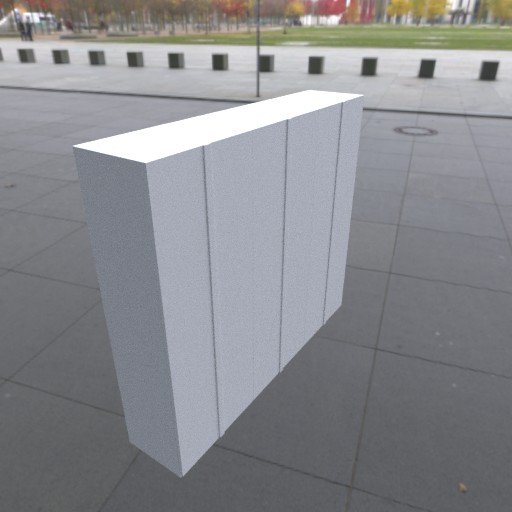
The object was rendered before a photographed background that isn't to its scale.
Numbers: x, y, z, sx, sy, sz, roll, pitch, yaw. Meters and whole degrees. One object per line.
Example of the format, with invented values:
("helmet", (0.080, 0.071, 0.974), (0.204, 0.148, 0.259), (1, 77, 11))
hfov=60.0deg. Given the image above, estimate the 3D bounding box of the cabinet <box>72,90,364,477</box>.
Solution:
("cabinet", (0.000, 0.000, 3.824), (0.590, 2.370, 2.700), (18, 33, 30))
